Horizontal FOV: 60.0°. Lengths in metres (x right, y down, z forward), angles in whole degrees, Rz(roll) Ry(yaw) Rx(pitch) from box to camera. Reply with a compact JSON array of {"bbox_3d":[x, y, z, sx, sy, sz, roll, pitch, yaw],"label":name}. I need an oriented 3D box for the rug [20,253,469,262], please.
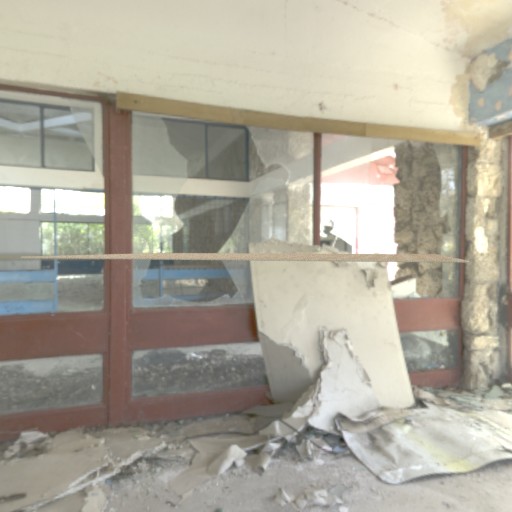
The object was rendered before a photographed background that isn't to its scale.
[{"bbox_3d":[0.000,0.000,2.291,1.828,0.007,1.220,0,1,17],"label":"rug"}]
